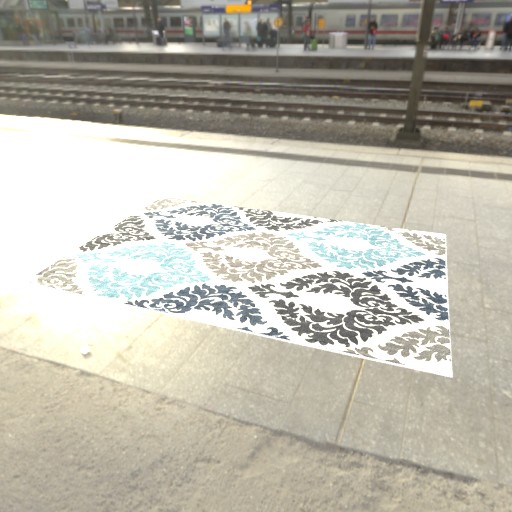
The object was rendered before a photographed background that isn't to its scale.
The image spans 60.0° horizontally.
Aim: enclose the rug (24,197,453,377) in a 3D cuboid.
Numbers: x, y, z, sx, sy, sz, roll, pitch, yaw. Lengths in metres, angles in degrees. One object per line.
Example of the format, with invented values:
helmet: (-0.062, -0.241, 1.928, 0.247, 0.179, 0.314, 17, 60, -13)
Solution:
rug: (0.000, 0.000, 2.807, 2.275, 0.014, 1.514, 9, 29, 18)
